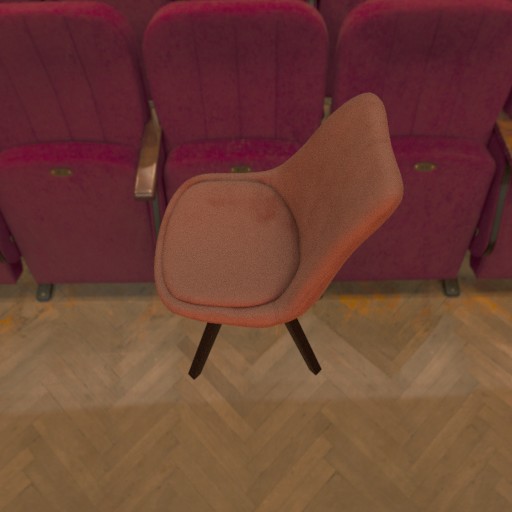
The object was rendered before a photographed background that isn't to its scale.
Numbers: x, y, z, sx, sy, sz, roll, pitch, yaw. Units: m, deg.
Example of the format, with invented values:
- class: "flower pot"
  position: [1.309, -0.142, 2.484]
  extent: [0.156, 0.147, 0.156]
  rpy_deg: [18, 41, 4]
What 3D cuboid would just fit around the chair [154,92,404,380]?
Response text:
- class: "chair"
  position: [0.000, 0.000, 1.232]
  extent: [0.547, 0.865, 0.483]
  rpy_deg: [0, 58, 0]
